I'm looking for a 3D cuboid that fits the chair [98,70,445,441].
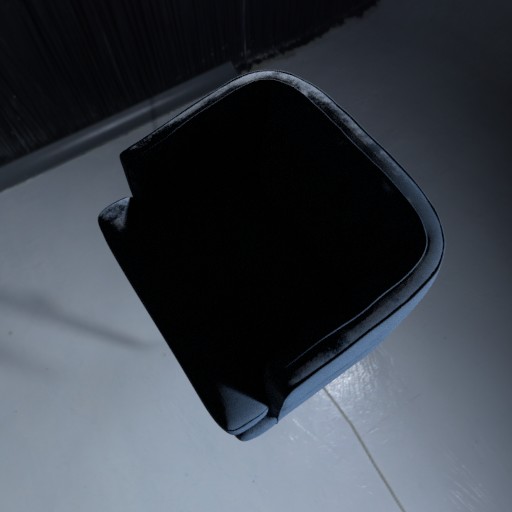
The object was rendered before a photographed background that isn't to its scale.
[{"bbox_3d":[0.000,0.000,1.766,0.940,0.852,1.094,-31,68,-14],"label":"chair"}]
